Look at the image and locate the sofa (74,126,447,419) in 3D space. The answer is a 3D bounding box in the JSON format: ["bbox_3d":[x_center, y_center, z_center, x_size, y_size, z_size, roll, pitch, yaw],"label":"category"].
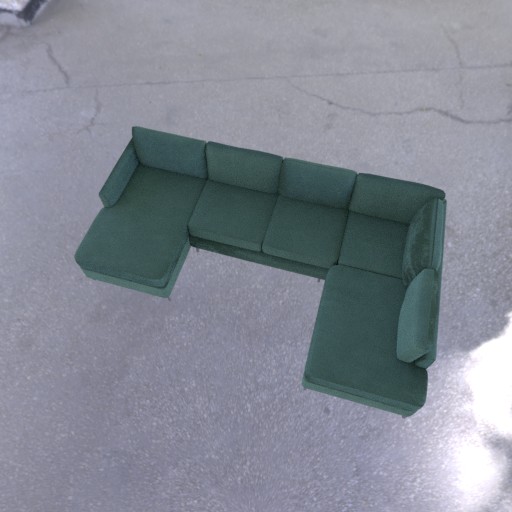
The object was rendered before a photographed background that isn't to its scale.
[{"bbox_3d":[0.000,0.000,4.341,3.434,0.992,2.055,14,60,8],"label":"sofa"}]
